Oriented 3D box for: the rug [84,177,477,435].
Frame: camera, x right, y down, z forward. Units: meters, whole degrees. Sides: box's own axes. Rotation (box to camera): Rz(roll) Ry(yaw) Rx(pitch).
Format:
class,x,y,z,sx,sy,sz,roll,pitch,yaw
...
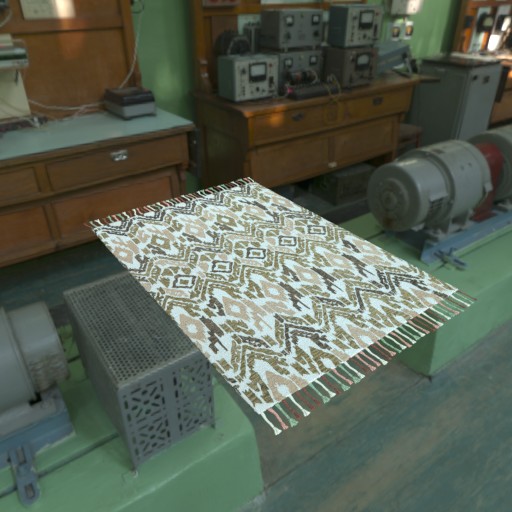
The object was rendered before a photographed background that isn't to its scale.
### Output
class,x,y,z,sx,sy,sz,roll,pitch,yaw
rug,0.000,0.000,2.337,1.219,0.008,1.829,-22,38,-30
